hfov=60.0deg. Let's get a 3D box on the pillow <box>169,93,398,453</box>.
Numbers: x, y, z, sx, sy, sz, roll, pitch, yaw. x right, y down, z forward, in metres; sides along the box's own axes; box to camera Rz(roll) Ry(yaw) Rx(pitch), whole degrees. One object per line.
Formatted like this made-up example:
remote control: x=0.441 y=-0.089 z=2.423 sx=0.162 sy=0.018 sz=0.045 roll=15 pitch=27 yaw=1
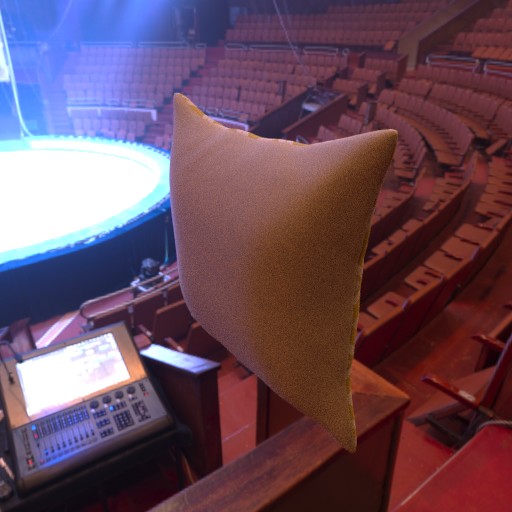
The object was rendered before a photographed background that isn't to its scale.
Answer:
pillow: x=0.000 y=0.000 z=0.764 sx=0.188 sy=0.494 sz=0.504 roll=-18 pitch=31 yaw=-33
